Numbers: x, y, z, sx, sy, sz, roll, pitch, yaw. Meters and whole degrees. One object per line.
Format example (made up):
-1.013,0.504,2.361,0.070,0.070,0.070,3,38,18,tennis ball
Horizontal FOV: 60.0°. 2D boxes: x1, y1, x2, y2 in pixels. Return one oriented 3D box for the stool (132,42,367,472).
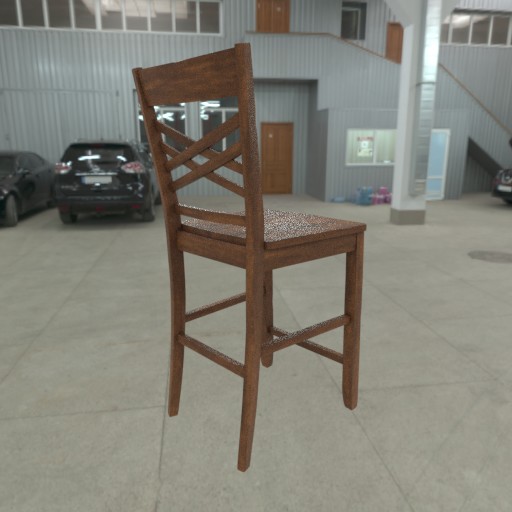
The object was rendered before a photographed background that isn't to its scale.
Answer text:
0.000,0.000,1.366,0.539,1.079,0.462,-13,19,-42,stool
